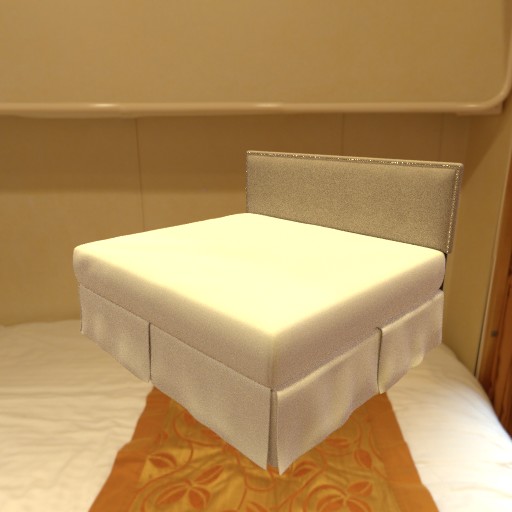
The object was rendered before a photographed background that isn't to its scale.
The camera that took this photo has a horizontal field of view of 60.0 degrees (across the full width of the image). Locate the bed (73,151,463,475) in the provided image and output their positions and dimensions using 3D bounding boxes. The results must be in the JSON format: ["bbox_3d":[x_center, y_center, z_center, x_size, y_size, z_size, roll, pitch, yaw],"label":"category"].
[{"bbox_3d":[0.000,0.000,3.250,2.170,1.346,1.914,16,23,42],"label":"bed"}]
